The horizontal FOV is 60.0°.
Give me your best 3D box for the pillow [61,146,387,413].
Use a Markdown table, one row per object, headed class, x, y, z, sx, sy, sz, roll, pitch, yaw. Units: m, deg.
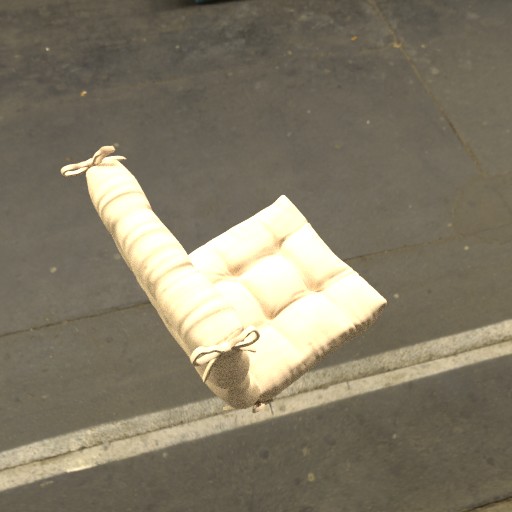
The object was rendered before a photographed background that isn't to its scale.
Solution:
| class | x | y | z | sx | sy | sz | roll | pitch | yaw |
| --- | --- | --- | --- | --- | --- | --- | --- | --- | --- |
| pillow | 0.000 | 0.000 | 1.052 | 0.571 | 0.605 | 0.519 | -32 | 64 | -18 |
